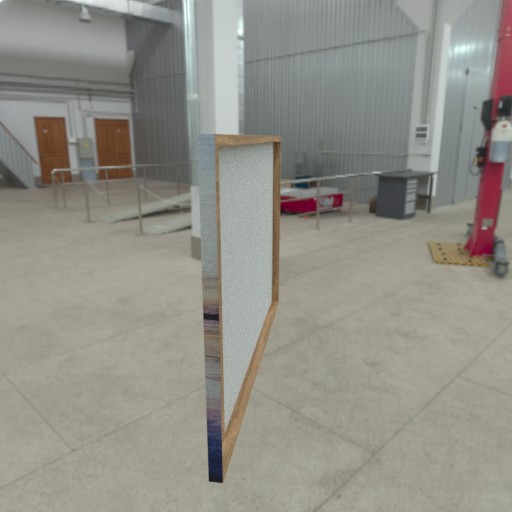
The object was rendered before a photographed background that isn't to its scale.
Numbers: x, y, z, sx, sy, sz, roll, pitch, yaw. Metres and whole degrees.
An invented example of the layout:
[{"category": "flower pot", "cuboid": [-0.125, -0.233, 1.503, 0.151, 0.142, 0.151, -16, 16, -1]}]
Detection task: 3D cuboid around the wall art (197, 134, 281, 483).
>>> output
[{"category": "wall art", "cuboid": [0.000, 0.000, 0.766, 0.018, 0.402, 0.604, 2, 15, 9]}]
